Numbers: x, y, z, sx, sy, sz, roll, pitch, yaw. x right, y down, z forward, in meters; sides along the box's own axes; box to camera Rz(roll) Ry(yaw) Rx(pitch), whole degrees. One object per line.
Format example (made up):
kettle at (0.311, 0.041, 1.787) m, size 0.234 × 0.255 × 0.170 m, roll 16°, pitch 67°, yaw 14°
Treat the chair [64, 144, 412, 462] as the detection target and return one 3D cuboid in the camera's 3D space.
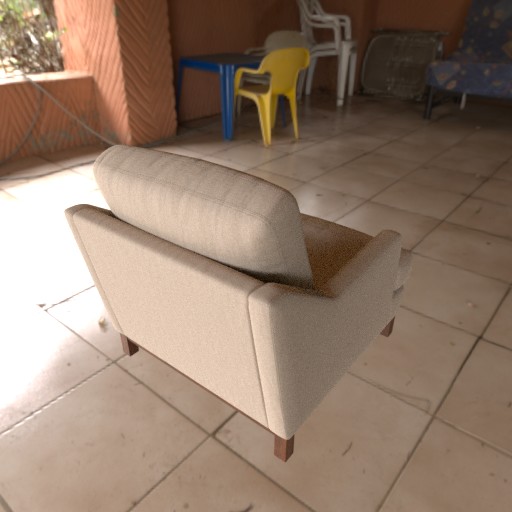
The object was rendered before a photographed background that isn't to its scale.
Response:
chair at (0.000, 0.000, 1.711) m, size 0.912 × 0.916 × 1.001 m, roll 21°, pitch 36°, yaw 33°
